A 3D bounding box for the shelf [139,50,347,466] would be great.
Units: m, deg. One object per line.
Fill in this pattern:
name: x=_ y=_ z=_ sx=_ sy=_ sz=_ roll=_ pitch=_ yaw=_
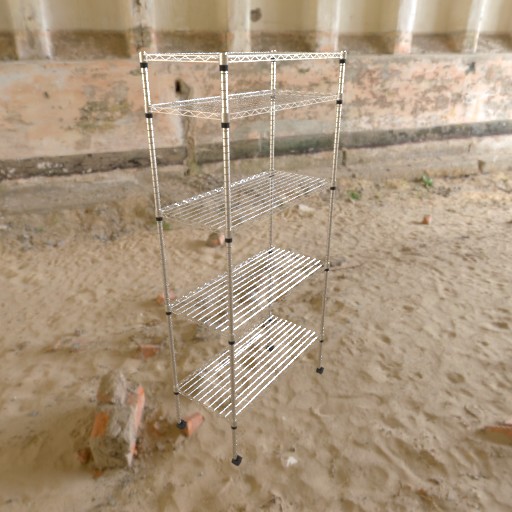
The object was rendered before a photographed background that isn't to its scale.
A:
shelf: x=0.000 y=0.000 z=1.892 sx=0.356 sy=1.587 sz=0.762 roll=18 pitch=31 yaw=33
